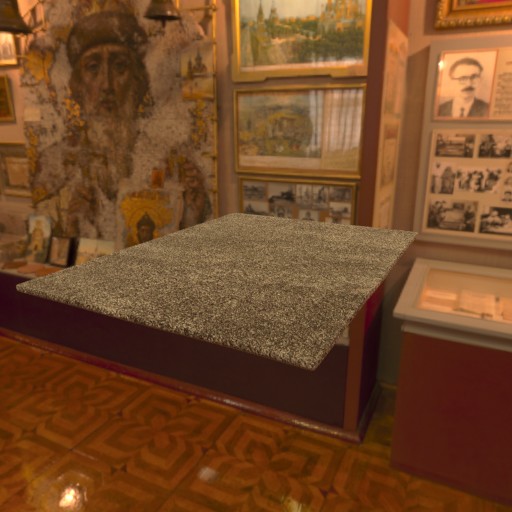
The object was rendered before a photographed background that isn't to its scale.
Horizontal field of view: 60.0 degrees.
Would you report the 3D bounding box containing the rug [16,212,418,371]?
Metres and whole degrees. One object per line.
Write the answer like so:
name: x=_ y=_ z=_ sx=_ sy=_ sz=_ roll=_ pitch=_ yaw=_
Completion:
rug: x=0.000 y=0.000 z=2.073 sx=1.198 sy=0.025 sz=1.601 roll=9 pitch=19 yaw=27
